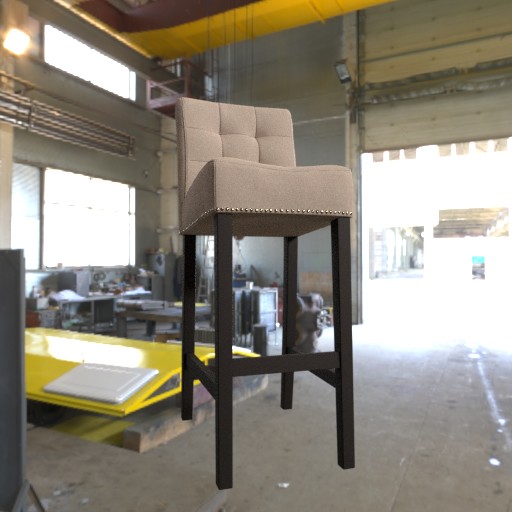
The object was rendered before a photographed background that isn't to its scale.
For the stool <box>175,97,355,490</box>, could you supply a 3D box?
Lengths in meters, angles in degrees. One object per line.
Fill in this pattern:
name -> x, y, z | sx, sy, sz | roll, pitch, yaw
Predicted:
stool -> 0.000, 0.000, 1.299 | 0.411, 1.047, 0.548 | 0, -1, -18
